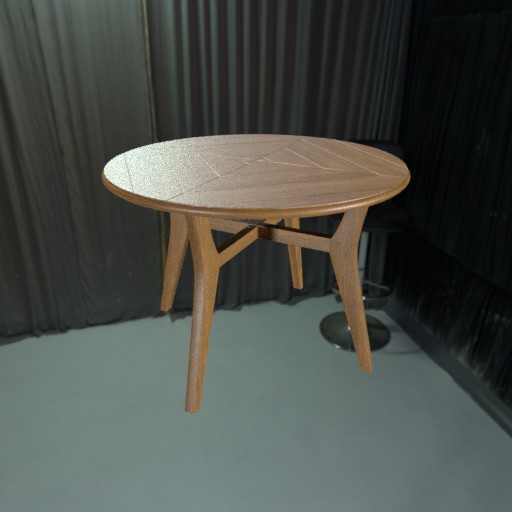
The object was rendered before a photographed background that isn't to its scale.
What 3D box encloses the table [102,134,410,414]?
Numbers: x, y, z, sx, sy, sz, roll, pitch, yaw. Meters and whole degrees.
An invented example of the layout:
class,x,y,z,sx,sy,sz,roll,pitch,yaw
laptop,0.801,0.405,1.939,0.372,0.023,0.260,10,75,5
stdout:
class,x,y,z,sx,sy,sz,roll,pitch,yaw
table,0.000,0.000,1.744,1.055,0.757,1.055,0,25,0
